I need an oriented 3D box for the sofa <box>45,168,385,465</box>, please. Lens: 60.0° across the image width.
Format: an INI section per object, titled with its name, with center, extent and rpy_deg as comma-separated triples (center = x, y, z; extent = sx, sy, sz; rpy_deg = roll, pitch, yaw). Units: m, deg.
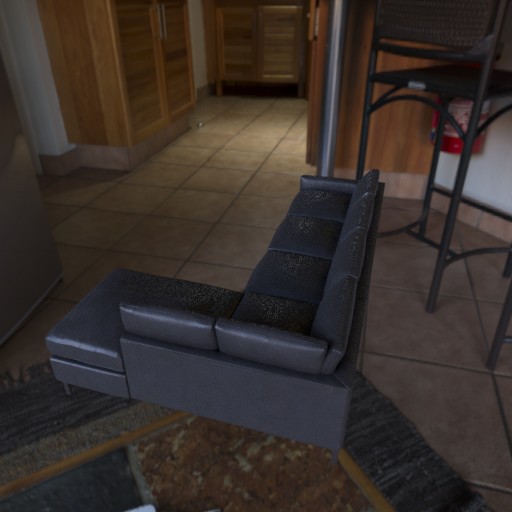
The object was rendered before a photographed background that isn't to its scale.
[sofa]
center = 0.000, 0.000, 3.812
extent = 1.938, 0.877, 2.984
rpy_deg = 9, 33, 15
